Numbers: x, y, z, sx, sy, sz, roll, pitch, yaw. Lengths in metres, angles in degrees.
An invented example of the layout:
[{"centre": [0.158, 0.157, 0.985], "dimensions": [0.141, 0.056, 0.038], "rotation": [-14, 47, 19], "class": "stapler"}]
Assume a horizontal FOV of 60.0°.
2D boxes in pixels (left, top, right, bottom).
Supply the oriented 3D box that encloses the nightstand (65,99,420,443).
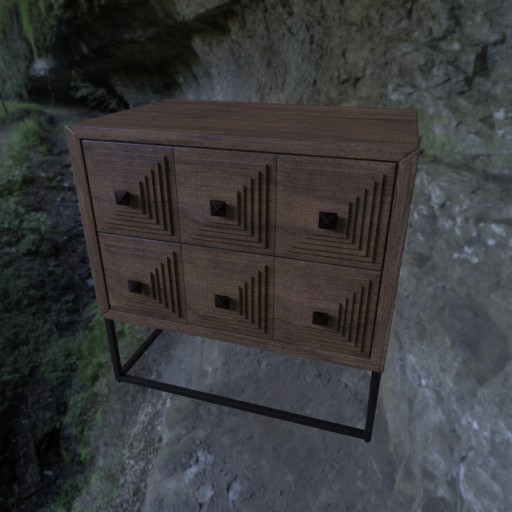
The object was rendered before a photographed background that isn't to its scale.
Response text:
[{"centre": [0.000, 0.000, 1.011], "dimensions": [0.610, 0.610, 0.437], "rotation": [8, 27, 16], "class": "nightstand"}]
